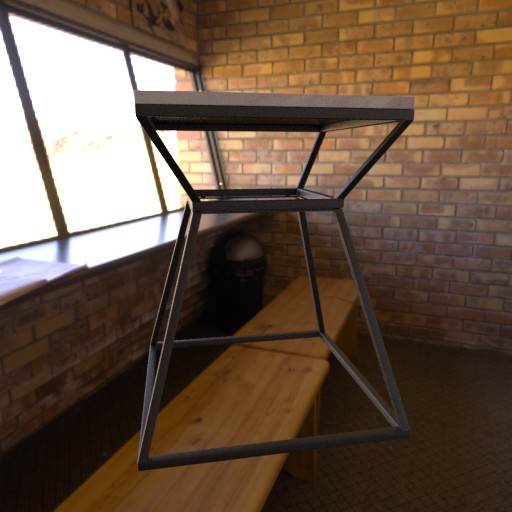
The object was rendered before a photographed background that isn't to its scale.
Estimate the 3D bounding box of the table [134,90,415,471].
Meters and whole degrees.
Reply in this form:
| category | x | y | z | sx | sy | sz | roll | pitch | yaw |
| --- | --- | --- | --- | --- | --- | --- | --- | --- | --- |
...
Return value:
| category | x | y | z | sx | sy | sz | roll | pitch | yaw |
| --- | --- | --- | --- | --- | --- | --- | --- | --- | --- |
| table | 0.000 | 0.000 | 0.876 | 0.455 | 0.559 | 0.455 | -2 | 13 | -10 |
